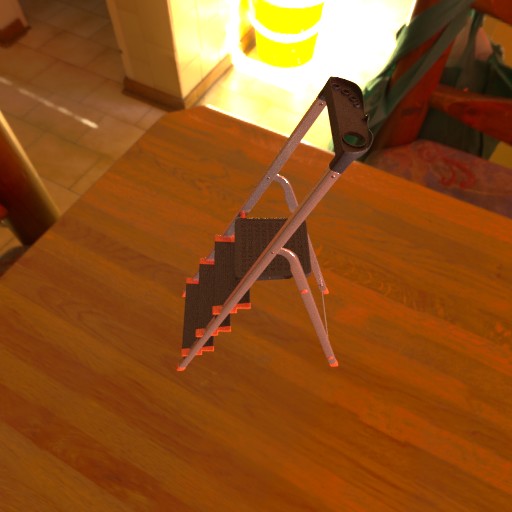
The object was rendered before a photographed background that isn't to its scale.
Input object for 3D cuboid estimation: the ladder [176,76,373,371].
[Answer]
[{"bbox_3d":[0.000,0.000,1.803,0.834,1.429,0.452,-1,57,-1],"label":"ladder"}]
